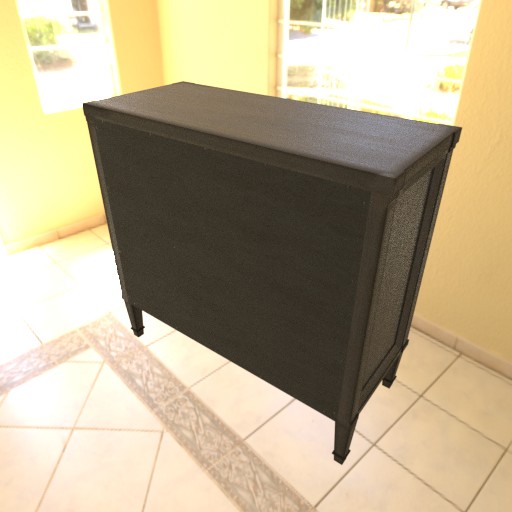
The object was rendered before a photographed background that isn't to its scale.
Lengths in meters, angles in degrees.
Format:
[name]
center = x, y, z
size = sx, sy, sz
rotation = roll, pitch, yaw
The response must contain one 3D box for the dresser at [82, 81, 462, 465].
[dresser]
center = 0.000, 0.000, 1.565
size = 1.049, 0.986, 0.463
rotation = 22, 38, 31
